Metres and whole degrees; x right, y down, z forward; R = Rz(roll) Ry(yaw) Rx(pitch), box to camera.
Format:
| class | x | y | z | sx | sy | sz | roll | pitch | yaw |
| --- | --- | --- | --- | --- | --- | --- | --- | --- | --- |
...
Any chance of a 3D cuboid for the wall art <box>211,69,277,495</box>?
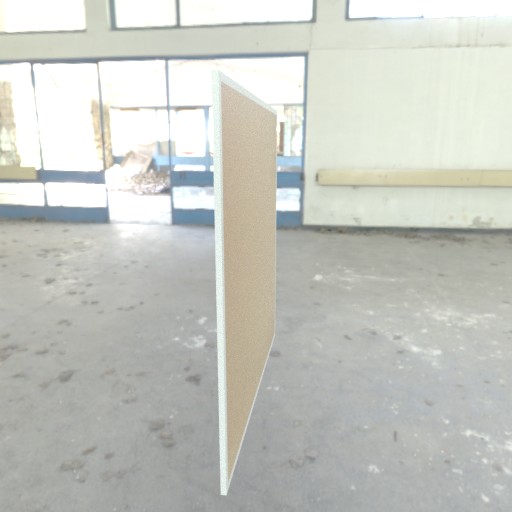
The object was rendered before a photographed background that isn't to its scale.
| class | x | y | z | sx | sy | sz | roll | pitch | yaw |
| --- | --- | --- | --- | --- | --- | --- | --- | --- | --- |
| wall art | 0.000 | 0.000 | 1.196 | 0.012 | 0.809 | 0.809 | 2 | 14 | 9 |
